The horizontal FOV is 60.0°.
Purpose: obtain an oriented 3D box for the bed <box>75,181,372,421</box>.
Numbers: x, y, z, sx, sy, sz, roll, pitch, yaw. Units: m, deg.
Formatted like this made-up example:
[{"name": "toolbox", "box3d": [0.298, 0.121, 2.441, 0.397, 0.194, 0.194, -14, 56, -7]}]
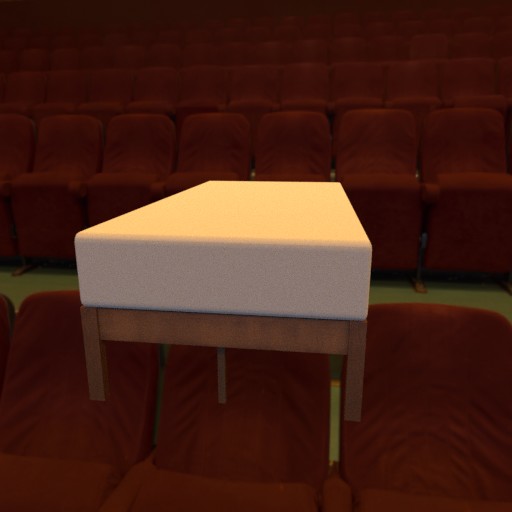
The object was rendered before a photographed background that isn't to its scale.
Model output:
[{"name": "bed", "box3d": [0.000, 0.000, 2.367, 0.961, 0.616, 1.902, 2, 15, 7]}]
